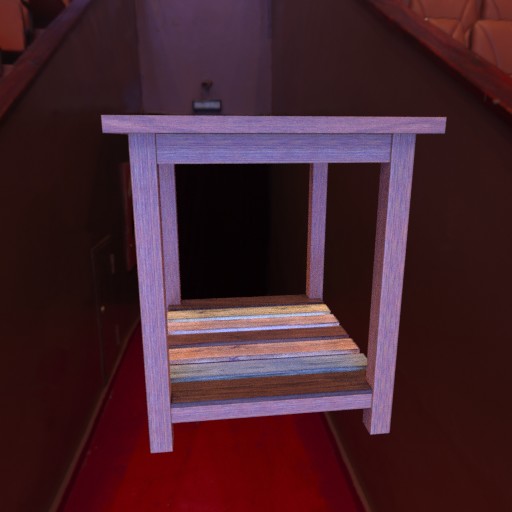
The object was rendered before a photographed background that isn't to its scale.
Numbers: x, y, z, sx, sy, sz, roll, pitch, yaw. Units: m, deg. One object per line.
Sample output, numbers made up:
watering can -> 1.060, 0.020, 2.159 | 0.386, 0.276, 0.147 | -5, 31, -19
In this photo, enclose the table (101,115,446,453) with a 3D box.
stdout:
table -> 0.000, 0.000, 1.106 | 0.559, 0.635, 0.660 | -2, 15, -7
